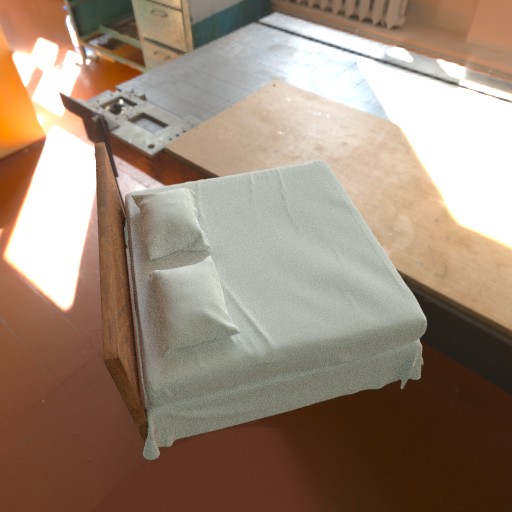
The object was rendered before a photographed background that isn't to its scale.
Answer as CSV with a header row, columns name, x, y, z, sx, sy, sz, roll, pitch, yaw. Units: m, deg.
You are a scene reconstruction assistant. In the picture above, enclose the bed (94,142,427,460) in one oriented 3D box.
name,x,y,z,sx,sy,sz,roll,pitch,yaw
bed,0.000,0.000,3.492,2.165,1.158,2.255,-11,48,-10
